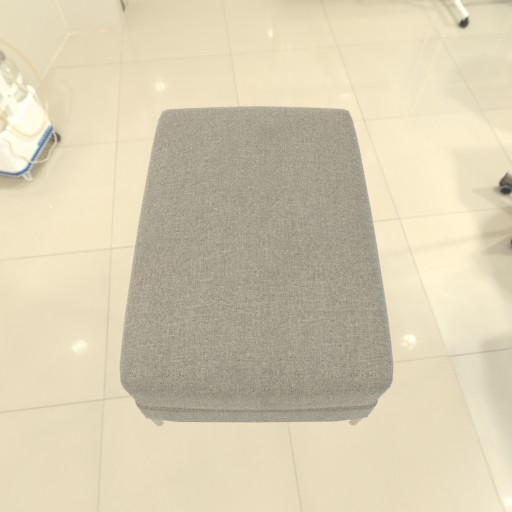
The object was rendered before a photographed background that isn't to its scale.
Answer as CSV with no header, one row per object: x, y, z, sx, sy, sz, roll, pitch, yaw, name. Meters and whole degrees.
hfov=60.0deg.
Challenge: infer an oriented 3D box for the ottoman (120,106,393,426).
0.000,0.000,1.225,0.584,0.457,0.838,0,59,0,ottoman
